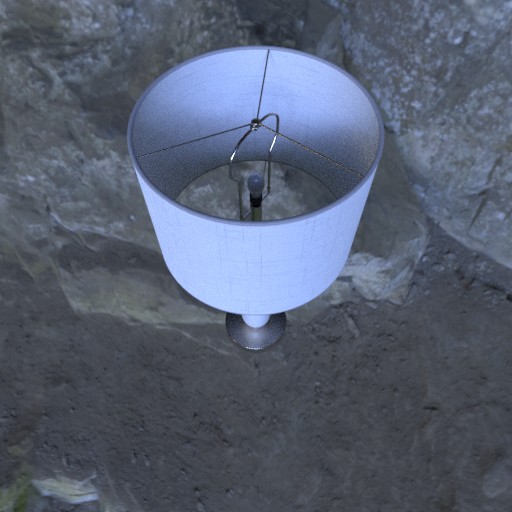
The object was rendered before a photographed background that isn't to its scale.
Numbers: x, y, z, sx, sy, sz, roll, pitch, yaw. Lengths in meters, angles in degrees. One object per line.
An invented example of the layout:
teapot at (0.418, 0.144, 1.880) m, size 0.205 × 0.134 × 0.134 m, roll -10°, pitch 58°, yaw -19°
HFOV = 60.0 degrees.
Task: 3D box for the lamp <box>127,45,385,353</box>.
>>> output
lamp at (0.000, 0.000, 0.722) m, size 0.280 × 0.559 × 0.282 m, roll 32°, pitch 63°, yaw 18°
